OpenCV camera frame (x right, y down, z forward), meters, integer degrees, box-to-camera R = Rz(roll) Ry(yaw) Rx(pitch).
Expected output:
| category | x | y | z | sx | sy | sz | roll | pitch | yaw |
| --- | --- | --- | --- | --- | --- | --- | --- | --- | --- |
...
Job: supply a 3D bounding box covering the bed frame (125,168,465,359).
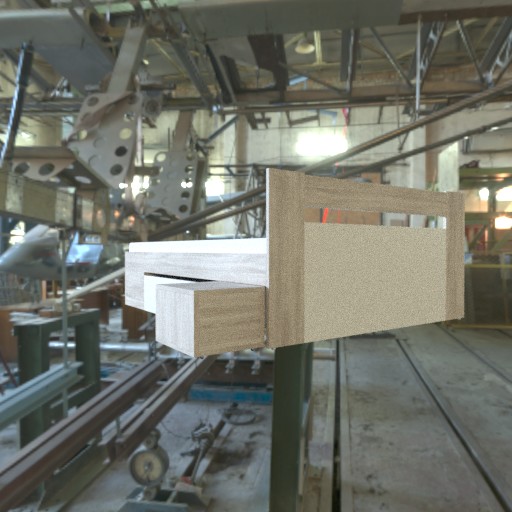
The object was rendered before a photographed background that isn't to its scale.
| category | x | y | z | sx | sy | sz | roll | pitch | yaw |
| --- | --- | --- | --- | --- | --- | --- | --- | --- | --- |
| bed frame | 0.000 | 0.000 | 3.283 | 2.040 | 0.860 | 2.050 | -1 | 1 | -35 |
